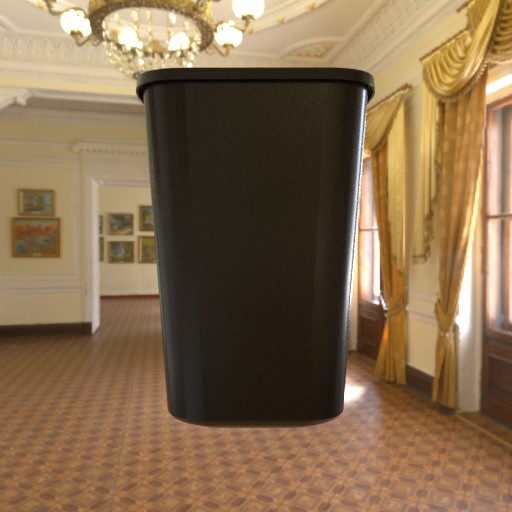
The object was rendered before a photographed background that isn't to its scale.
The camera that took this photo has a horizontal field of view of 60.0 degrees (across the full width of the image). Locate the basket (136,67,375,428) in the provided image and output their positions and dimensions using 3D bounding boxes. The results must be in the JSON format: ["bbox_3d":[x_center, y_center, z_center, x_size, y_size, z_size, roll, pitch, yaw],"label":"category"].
[{"bbox_3d":[0.000,0.000,0.506,0.211,0.307,0.300,0,1,0],"label":"basket"}]
